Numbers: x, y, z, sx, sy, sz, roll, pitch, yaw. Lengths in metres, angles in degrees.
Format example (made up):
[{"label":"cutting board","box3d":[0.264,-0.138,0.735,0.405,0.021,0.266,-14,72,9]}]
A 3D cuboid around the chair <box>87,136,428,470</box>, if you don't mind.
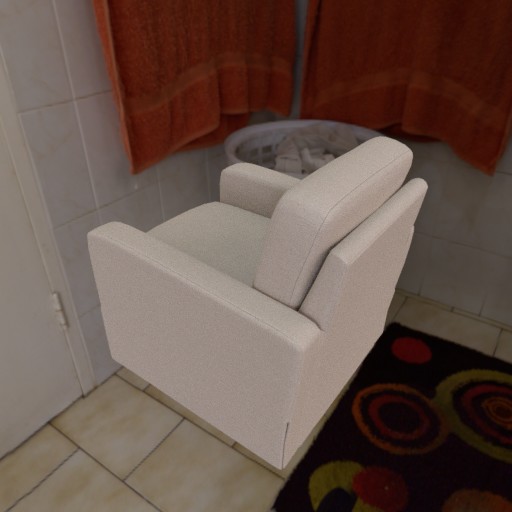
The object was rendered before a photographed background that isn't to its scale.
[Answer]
[{"label":"chair","box3d":[0.000,0.000,1.510,0.888,0.827,0.755,21,38,30]}]
